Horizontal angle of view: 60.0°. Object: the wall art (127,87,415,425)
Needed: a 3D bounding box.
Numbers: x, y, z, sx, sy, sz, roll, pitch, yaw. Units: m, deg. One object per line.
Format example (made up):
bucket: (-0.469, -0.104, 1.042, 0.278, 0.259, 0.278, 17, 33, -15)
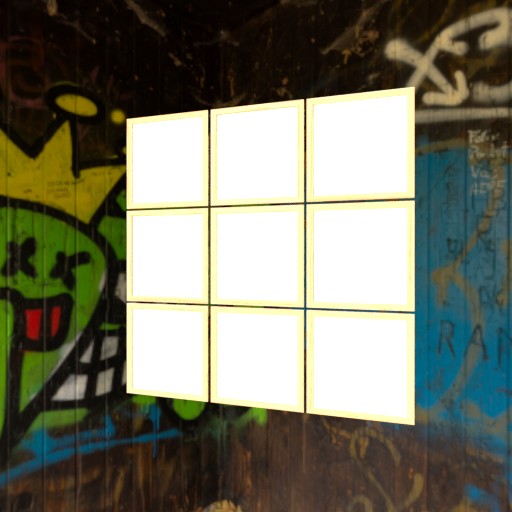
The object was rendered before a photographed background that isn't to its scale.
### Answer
wall art: (0.000, 0.000, 1.791, 1.206, 1.218, 0.013, 0, 0, 18)
